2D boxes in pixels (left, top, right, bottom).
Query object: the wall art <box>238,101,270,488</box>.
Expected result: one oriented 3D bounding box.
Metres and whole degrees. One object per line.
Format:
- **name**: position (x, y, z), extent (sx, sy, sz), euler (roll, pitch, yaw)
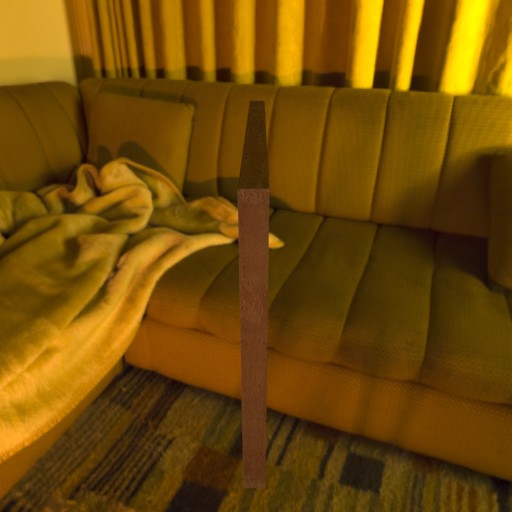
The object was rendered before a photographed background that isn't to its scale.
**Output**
- **wall art**: position (0.000, 0.000, 1.788), extent (0.070, 1.009, 1.320), euler (0, 27, 0)
